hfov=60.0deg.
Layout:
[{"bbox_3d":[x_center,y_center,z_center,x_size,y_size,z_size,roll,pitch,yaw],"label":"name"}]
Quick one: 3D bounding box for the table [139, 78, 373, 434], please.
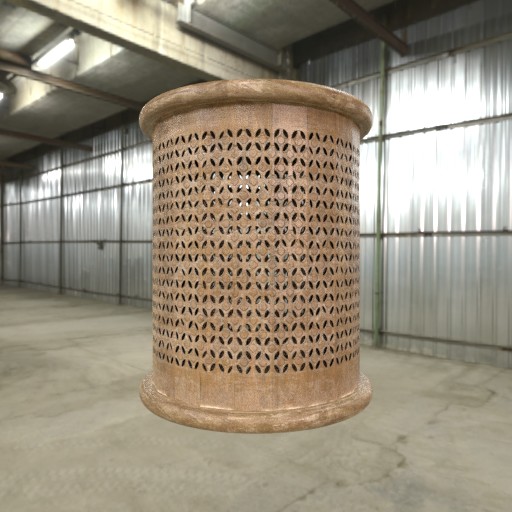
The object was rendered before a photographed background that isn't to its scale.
[{"bbox_3d":[0.000,0.000,0.798,0.407,0.482,0.407,0,0,0],"label":"table"}]
